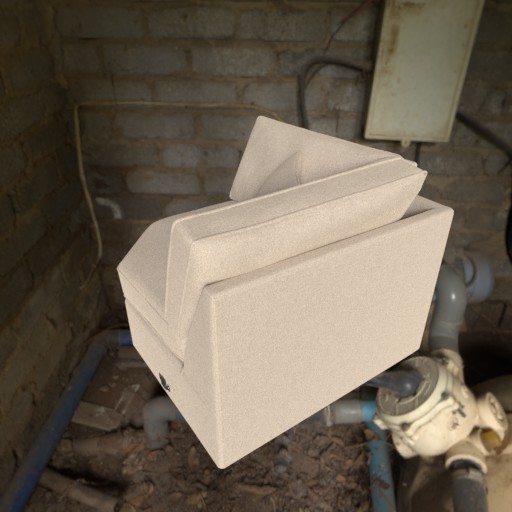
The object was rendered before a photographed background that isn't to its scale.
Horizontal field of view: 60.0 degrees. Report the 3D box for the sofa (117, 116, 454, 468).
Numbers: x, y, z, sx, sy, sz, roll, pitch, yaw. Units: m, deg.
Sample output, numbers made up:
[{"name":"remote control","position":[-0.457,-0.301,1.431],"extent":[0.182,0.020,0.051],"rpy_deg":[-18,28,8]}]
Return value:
[{"name":"sofa","position":[0.000,0.000,1.864],"extent":[1.042,0.937,1.050],"rpy_deg":[-20,36,-29]}]
